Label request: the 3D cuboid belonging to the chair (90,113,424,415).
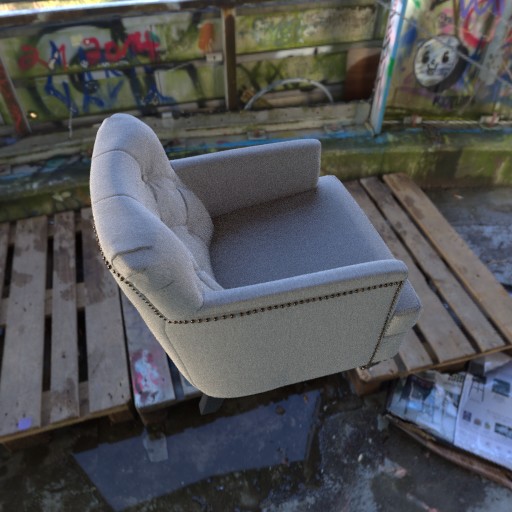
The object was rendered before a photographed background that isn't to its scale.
[{"bbox_3d":[0.000,0.000,1.510,0.902,0.823,0.737,-11,46,-11],"label":"chair"}]
